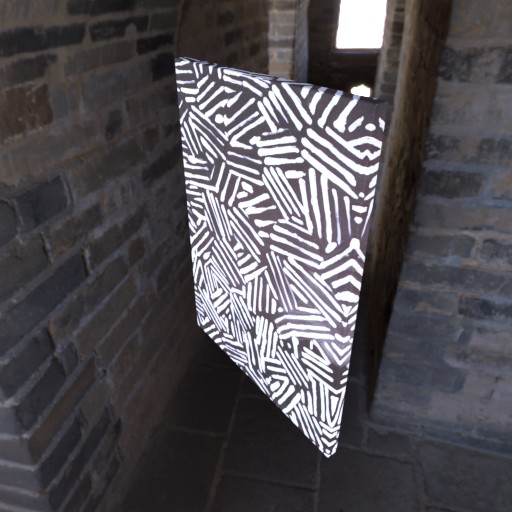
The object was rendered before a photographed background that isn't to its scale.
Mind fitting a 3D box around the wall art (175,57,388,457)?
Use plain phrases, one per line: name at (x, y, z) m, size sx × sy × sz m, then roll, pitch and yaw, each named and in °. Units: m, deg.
wall art at (0.000, 0.000, 1.325) m, size 0.038 × 1.017 × 0.765 m, roll -21°, pitch 37°, yaw -31°
